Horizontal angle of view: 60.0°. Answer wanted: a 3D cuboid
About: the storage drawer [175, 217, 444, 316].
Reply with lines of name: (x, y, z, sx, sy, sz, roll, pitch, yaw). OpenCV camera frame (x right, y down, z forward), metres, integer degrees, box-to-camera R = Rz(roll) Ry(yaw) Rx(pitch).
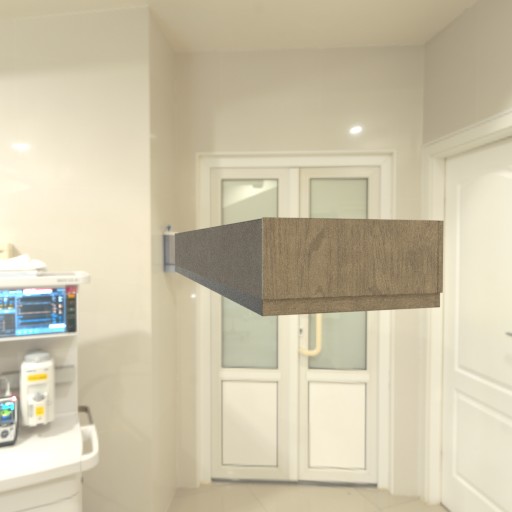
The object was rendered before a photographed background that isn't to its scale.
storage drawer: (0.000, 0.000, 2.290, 0.591, 0.274, 2.072, -1, 2, -17)
